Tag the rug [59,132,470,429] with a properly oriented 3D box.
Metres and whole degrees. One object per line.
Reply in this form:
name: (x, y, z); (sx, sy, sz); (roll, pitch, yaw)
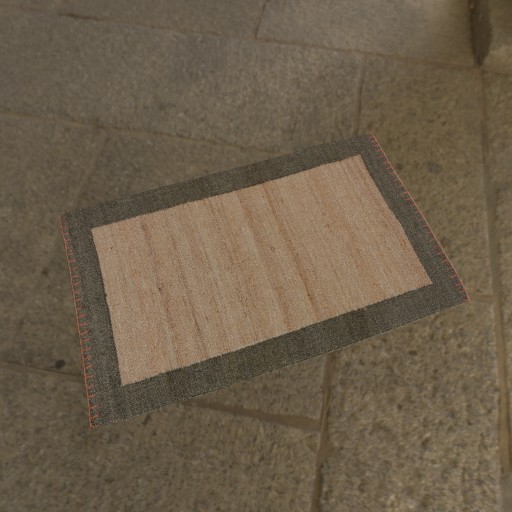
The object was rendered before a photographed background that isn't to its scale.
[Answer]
rug: (0.000, 0.000, 2.969); (2.435, 0.006, 1.521); (-16, 64, -8)
